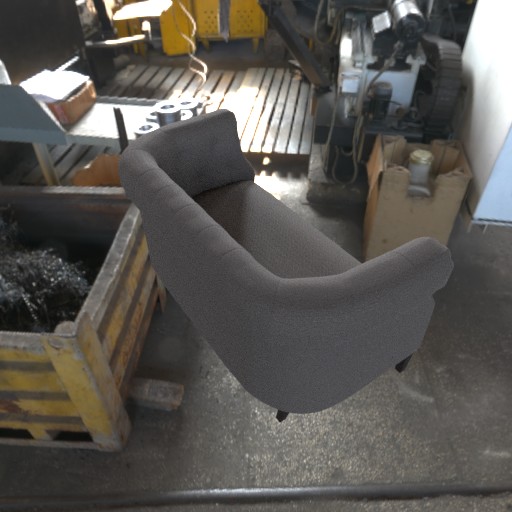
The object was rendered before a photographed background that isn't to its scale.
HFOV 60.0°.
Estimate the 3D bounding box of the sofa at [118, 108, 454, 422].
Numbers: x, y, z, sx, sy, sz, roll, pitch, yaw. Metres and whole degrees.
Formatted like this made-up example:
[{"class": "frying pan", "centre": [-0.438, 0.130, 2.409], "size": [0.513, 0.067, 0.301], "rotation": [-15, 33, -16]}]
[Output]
[{"class": "sofa", "centre": [0.000, 0.000, 2.089], "size": [0.835, 0.827, 1.558], "rotation": [-24, 47, -25]}]
